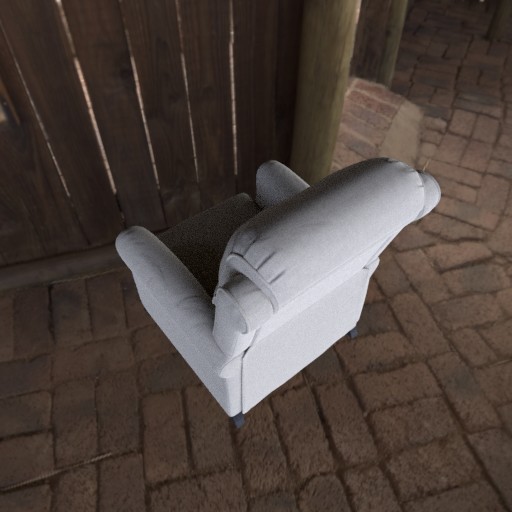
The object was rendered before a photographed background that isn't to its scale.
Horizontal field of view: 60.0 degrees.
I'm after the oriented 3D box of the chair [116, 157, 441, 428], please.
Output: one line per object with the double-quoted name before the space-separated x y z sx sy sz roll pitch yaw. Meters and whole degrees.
"chair" 0.000 0.000 1.774 0.859 1.046 0.919 -31 54 -25
